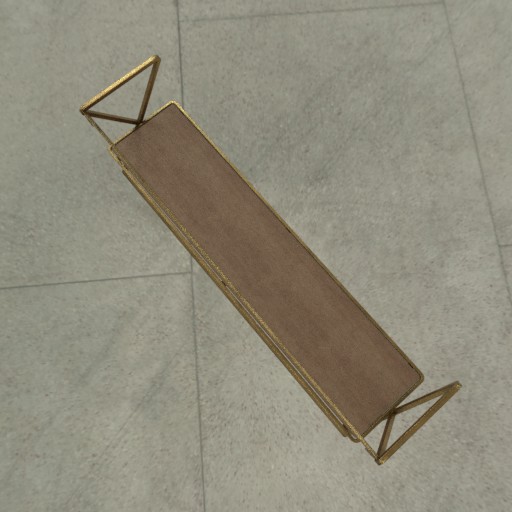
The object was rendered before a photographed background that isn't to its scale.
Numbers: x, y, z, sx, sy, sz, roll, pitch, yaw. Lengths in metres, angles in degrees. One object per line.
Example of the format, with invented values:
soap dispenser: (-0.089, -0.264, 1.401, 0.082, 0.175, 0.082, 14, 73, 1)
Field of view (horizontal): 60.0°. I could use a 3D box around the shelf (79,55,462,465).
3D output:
shelf: (0.000, 0.000, 0.724, 0.150, 0.229, 0.645, -40, 79, -9)
